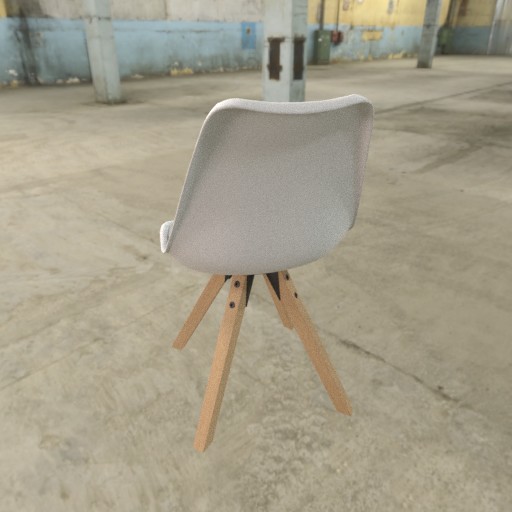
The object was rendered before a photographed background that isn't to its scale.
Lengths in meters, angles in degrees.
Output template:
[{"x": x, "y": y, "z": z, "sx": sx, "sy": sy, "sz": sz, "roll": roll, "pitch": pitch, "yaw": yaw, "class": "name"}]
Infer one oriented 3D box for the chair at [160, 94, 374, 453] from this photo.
[{"x": 0.000, "y": 0.000, "z": 1.172, "sx": 0.485, "sy": 0.850, "sz": 0.550, "roll": -8, "pitch": 27, "yaw": -15, "class": "chair"}]
